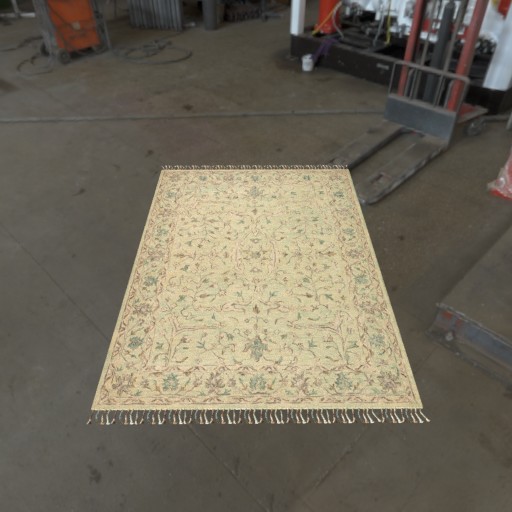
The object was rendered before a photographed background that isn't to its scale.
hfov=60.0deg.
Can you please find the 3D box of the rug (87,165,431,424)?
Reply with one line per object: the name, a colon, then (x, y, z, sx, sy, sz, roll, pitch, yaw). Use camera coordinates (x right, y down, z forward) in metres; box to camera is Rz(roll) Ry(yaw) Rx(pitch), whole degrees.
rug: (0.000, 0.000, 2.256, 1.247, 0.008, 1.802, 0, 42, 0)
